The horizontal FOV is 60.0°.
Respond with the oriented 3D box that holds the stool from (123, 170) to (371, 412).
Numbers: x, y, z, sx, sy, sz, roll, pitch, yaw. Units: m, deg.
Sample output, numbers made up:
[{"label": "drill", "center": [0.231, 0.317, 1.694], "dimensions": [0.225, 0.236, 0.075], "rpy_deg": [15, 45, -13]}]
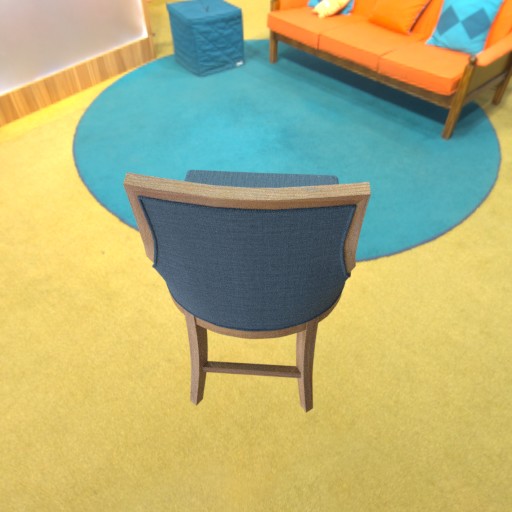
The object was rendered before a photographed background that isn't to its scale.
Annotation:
[{"label": "stool", "center": [0.000, 0.000, 1.304], "dimensions": [0.524, 0.938, 0.626], "rpy_deg": [3, 46, 3]}]
